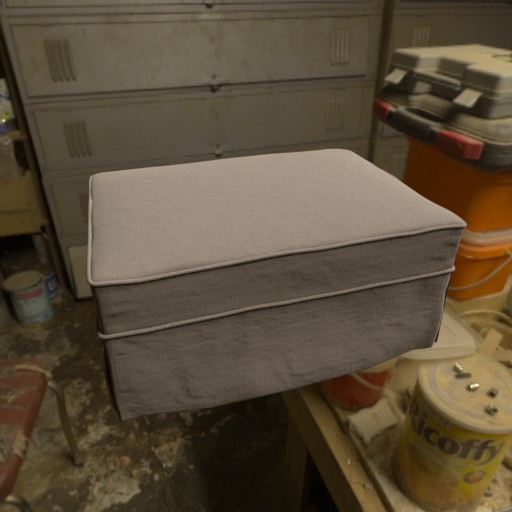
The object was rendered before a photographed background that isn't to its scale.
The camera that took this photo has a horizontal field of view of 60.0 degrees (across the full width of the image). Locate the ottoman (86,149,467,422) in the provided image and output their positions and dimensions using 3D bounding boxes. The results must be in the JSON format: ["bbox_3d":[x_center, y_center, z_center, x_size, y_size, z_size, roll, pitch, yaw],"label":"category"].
[{"bbox_3d":[0.000,0.000,1.339,0.944,0.479,0.703,-9,32,-15],"label":"ottoman"}]
